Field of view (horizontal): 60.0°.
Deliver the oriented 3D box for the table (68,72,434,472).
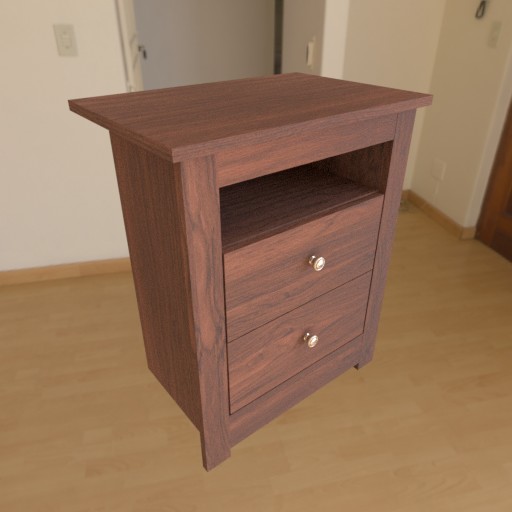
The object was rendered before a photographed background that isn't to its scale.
[{"bbox_3d":[0.000,0.000,1.039,0.589,0.711,0.406,-22,37,-32],"label":"table"}]
